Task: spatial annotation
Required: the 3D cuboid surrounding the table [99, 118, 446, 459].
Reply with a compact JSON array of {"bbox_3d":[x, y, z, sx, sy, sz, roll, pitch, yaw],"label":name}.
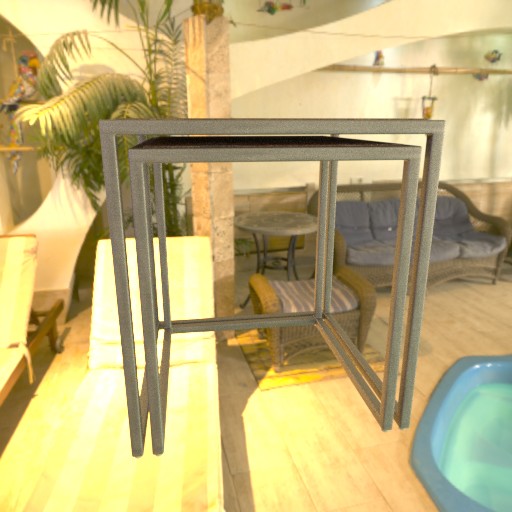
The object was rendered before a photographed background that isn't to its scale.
[{"bbox_3d":[0.000,0.000,0.847,0.450,0.500,0.449,-3,17,-8],"label":"table"}]
